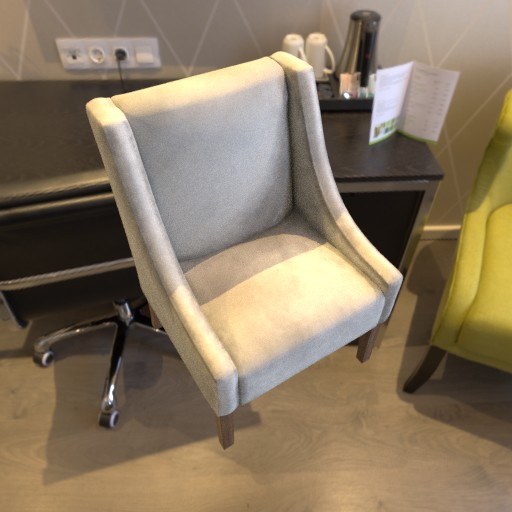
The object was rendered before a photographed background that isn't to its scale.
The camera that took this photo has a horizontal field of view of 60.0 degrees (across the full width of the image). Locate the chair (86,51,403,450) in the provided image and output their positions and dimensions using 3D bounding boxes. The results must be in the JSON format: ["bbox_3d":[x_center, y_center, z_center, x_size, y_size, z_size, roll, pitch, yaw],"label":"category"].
[{"bbox_3d":[0.000,0.000,1.328,0.629,0.895,0.629,-24,51,-22],"label":"chair"}]
